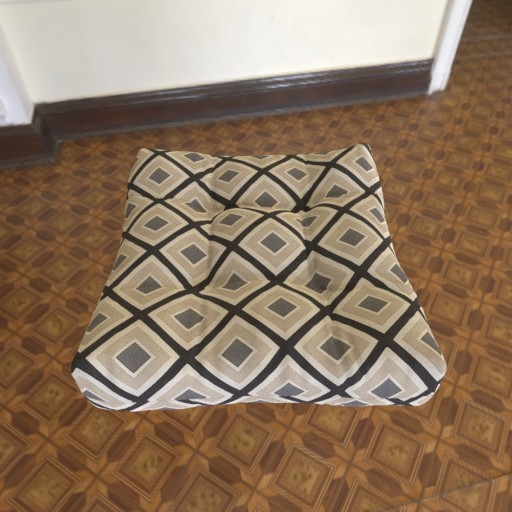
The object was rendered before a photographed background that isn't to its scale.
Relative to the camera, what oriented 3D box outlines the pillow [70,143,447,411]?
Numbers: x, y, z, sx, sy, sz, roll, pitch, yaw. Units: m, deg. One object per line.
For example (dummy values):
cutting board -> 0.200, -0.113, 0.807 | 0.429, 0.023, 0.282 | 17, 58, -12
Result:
pillow -> 0.000, 0.000, 0.713 | 0.468, 0.128, 0.490 | -1, 46, -1
